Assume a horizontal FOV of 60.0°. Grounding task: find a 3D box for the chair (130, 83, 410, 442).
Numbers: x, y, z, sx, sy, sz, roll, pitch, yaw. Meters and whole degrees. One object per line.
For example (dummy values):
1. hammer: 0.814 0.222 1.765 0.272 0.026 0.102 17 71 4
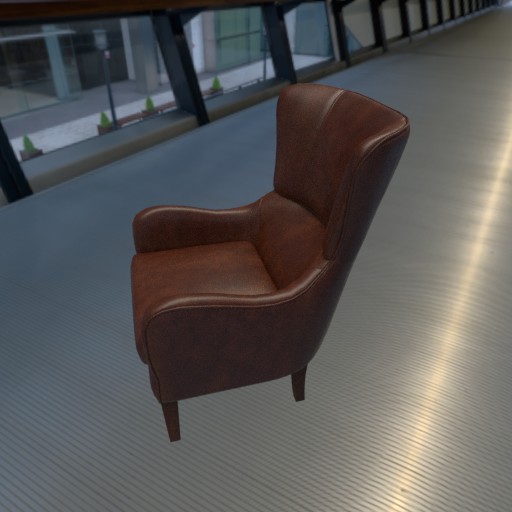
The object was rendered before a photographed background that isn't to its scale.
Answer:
1. chair: 0.000 0.000 1.617 0.914 1.048 0.692 -8 34 -13
